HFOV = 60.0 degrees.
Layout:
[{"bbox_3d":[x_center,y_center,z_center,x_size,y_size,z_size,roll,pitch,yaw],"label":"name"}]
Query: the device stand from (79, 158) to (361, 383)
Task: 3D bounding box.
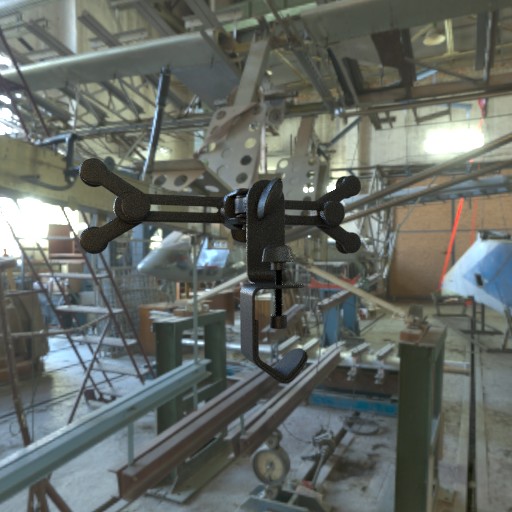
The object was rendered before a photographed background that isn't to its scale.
[{"bbox_3d":[0.000,0.000,0.357,0.270,0.166,0.142,0,0,-19],"label":"device stand"}]
